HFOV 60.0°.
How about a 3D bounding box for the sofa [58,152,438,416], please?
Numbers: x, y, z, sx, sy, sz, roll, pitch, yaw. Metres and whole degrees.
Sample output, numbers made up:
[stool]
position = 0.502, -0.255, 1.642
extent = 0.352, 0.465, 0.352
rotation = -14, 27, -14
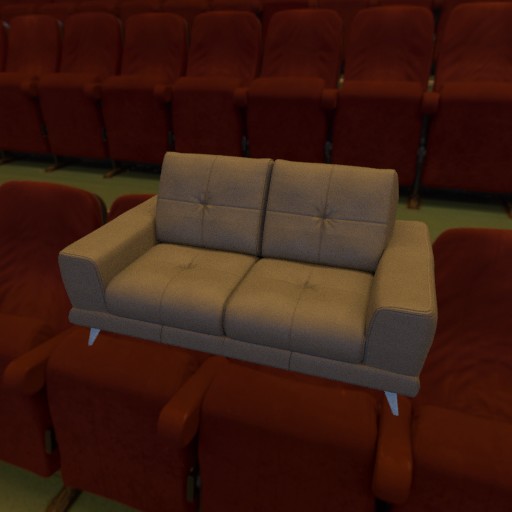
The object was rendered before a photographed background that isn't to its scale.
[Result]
[sofa]
position = 0.000, 0.000, 2.390
extent = 1.806, 0.907, 1.018
rotation = 8, 27, 16
